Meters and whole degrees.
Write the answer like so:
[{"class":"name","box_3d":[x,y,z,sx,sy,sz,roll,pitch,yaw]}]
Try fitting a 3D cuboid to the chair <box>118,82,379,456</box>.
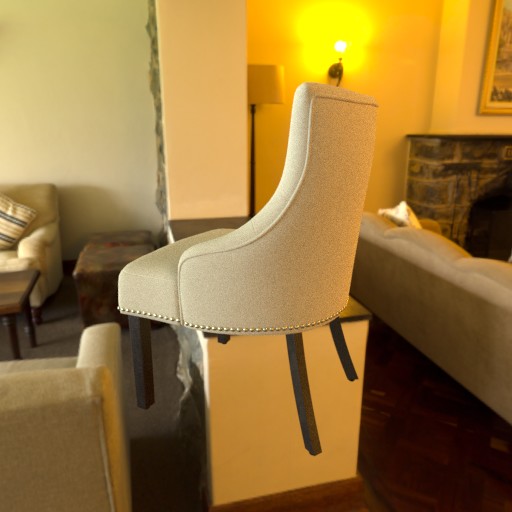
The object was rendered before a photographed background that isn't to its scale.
[{"class":"chair","box_3d":[0.000,0.000,1.317,0.629,0.909,0.566,8,18,25]}]
